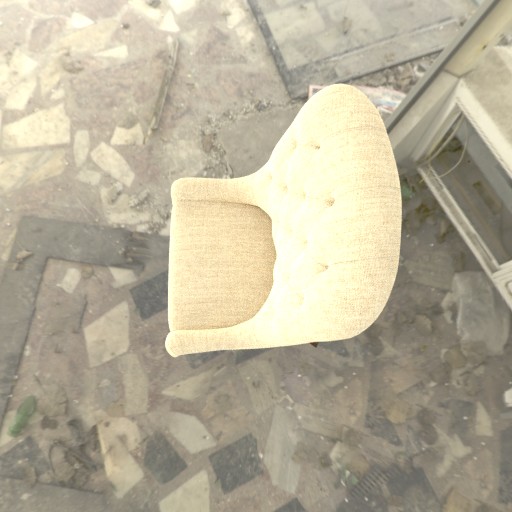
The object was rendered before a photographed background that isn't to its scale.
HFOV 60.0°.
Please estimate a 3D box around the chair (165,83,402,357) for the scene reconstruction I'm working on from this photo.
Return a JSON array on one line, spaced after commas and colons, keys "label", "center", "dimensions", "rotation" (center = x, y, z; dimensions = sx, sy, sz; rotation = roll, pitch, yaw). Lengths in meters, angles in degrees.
[{"label": "chair", "center": [0.000, 0.000, 1.463], "dimensions": [0.629, 1.091, 0.634], "rotation": [-1, 75, 0]}]
